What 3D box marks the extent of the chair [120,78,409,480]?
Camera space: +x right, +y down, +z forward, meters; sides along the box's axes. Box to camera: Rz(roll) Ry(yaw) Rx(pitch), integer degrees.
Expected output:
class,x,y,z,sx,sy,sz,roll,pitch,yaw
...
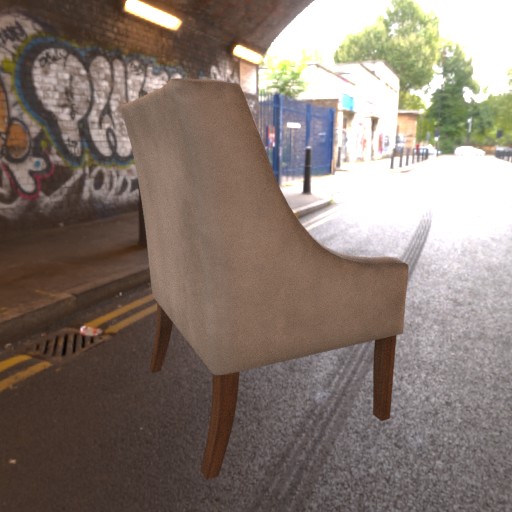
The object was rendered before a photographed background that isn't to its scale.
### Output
class,x,y,z,sx,sy,sz,roll,pitch,yaw
chair,0.000,0.000,1.312,0.629,0.895,0.629,-7,16,-25
